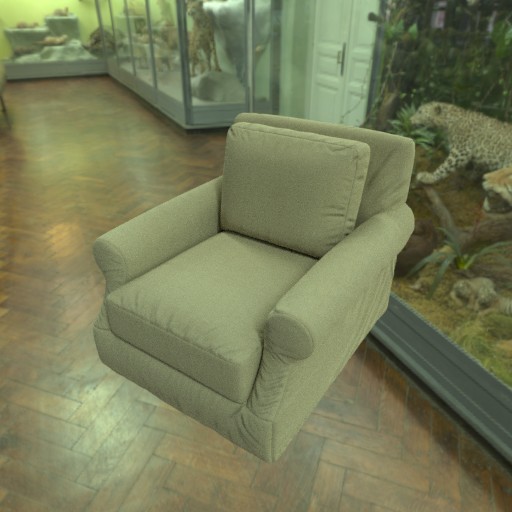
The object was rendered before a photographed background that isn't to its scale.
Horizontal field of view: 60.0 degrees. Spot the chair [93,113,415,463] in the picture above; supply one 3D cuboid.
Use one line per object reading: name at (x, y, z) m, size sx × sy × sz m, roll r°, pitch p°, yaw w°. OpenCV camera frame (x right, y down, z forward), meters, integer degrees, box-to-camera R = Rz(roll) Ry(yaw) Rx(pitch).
chair at (0.000, 0.000, 1.738) m, size 0.940 × 0.866 × 1.066 m, roll 19°, pitch 35°, yaw 29°
